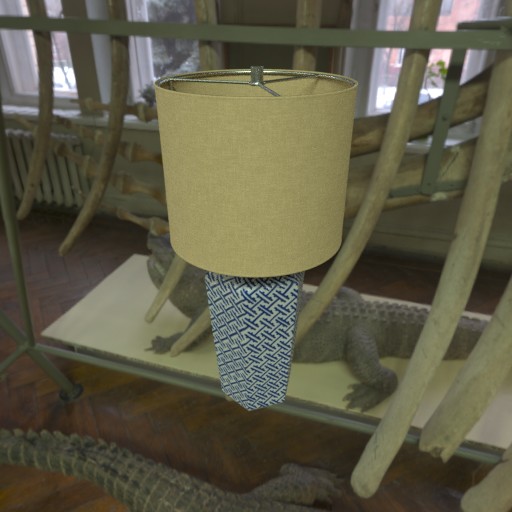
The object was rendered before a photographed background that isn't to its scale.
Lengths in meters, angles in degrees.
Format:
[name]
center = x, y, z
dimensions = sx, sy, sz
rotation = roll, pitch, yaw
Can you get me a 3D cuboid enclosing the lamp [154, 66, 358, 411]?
[lamp]
center = 0.000, 0.000, 0.864
dimensions = 0.320, 0.682, 0.320
rotation = 9, 30, 15
